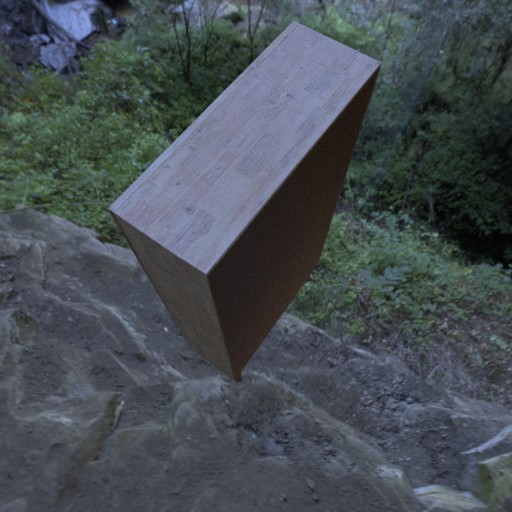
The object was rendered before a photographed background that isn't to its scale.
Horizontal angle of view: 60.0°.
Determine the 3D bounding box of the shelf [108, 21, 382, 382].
[{"bbox_3d":[0.000,0.000,1.743,0.308,1.471,0.748,33,69,14],"label":"shelf"}]
